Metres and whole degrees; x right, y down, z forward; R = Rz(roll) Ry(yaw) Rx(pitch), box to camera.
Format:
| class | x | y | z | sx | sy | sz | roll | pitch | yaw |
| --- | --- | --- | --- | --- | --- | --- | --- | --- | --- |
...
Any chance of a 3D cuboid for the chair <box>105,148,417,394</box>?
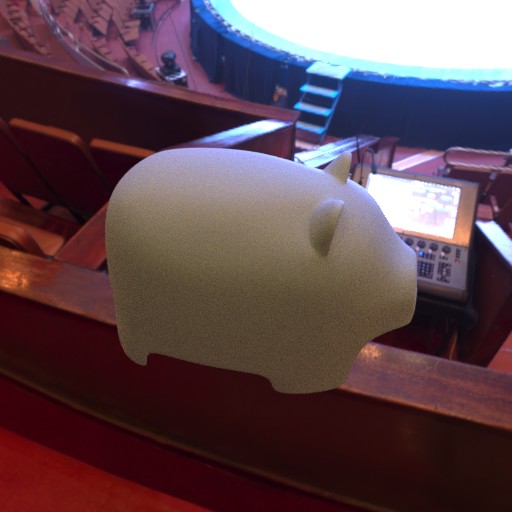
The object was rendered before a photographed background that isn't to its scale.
| class | x | y | z | sx | sy | sz | roll | pitch | yaw |
| --- | --- | --- | --- | --- | --- | --- | --- | --- | --- |
| chair | 0.000 | 0.000 | 0.871 | 0.619 | 0.423 | 0.364 | 10 | 47 | 10 |
